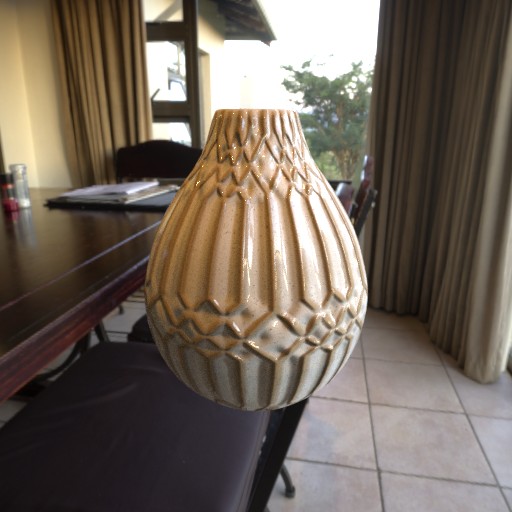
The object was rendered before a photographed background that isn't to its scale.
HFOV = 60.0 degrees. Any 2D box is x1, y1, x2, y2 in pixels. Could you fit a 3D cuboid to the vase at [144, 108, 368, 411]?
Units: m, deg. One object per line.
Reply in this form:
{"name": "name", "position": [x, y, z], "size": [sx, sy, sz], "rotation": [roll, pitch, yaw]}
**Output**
{"name": "vase", "position": [0.000, 0.000, 0.318], "size": [0.159, 0.200, 0.159], "rotation": [0, 17, 0]}
